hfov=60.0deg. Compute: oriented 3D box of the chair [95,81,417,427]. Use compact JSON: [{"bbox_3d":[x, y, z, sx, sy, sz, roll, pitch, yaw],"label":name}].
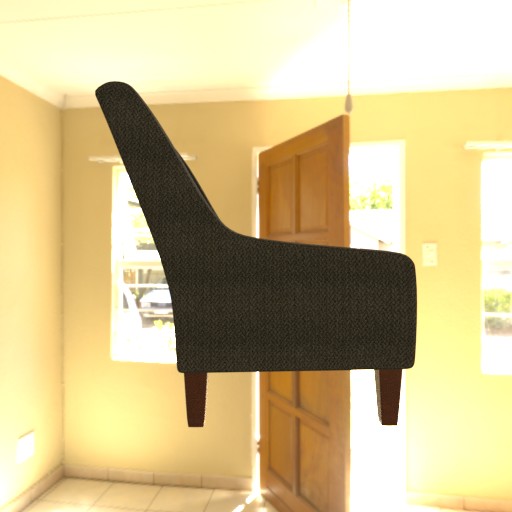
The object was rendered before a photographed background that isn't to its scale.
[{"bbox_3d":[0.000,0.000,1.660,0.944,1.012,0.793,0,0,-1],"label":"chair"}]
